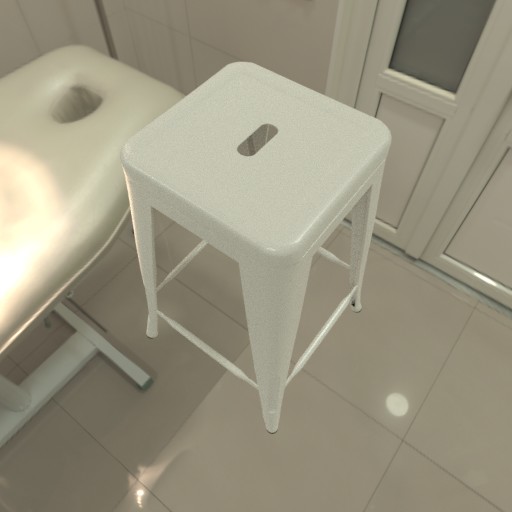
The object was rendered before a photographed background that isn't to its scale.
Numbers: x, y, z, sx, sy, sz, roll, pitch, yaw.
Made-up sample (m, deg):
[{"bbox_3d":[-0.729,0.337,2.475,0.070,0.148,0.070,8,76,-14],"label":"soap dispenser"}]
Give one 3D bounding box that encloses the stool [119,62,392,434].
[{"bbox_3d":[0.000,0.000,0.900,0.406,0.610,0.406,32,62,20],"label":"stool"}]
